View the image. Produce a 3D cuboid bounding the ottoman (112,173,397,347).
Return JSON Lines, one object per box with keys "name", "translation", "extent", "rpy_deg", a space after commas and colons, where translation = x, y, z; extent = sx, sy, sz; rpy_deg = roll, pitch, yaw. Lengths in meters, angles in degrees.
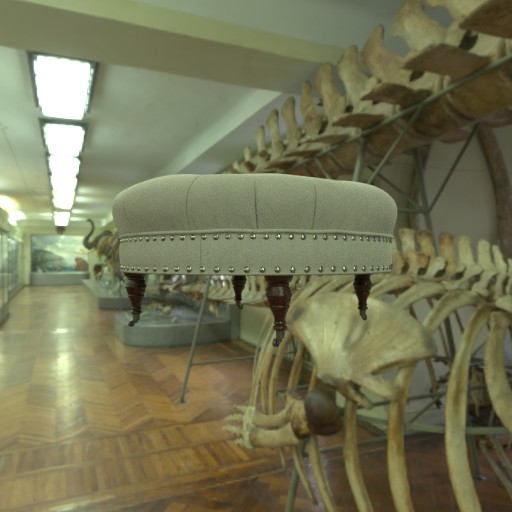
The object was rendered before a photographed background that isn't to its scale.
{"name": "ottoman", "translation": [0.000, 0.000, 1.446], "extent": [0.901, 0.439, 0.901], "rpy_deg": [0, 0, 0]}
